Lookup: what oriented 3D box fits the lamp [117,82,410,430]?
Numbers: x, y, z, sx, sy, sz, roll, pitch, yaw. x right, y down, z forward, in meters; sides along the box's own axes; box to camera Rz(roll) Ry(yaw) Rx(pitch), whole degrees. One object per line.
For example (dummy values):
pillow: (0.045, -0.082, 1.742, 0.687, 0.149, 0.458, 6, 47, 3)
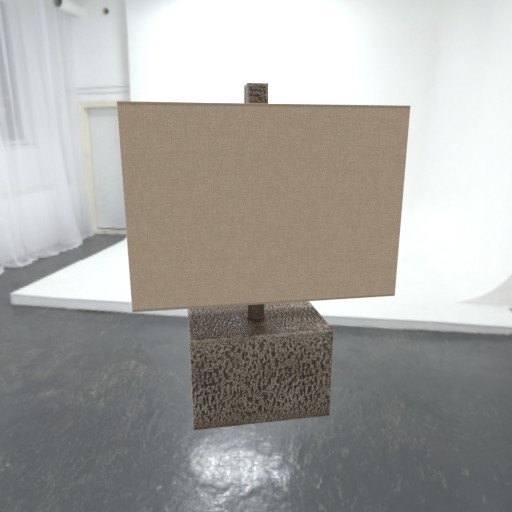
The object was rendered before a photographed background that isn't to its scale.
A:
lamp: (0.000, 0.000, 0.565, 0.294, 0.411, 0.180, -3, 15, -10)
